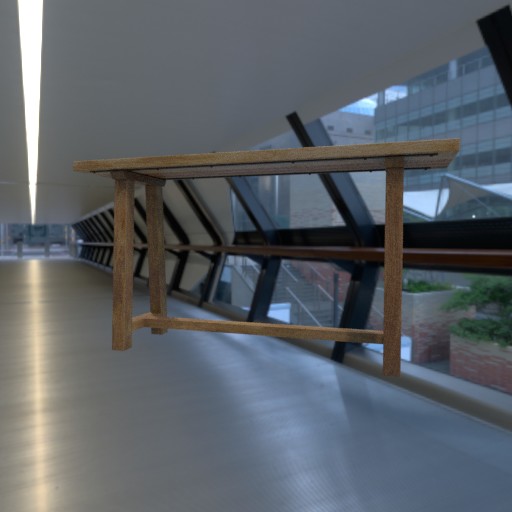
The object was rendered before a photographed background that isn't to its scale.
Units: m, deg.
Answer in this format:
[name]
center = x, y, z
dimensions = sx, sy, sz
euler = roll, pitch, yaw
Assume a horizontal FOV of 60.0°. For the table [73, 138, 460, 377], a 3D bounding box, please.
[table]
center = 0.000, 0.000, 1.888
dimensions = 1.524, 0.810, 0.405
euler = 1, 3, 18
